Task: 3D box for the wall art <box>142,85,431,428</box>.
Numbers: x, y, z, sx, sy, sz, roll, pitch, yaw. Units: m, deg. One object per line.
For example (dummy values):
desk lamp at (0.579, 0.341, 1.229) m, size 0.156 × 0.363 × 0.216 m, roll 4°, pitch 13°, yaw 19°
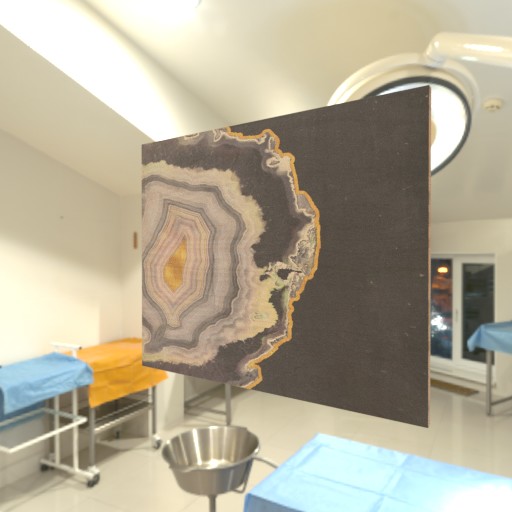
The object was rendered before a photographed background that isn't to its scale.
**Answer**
wall art at (0.000, 0.000, 0.676) m, size 0.508 × 0.408 × 0.010 m, roll 0°, pitch 1°, yaw 35°
